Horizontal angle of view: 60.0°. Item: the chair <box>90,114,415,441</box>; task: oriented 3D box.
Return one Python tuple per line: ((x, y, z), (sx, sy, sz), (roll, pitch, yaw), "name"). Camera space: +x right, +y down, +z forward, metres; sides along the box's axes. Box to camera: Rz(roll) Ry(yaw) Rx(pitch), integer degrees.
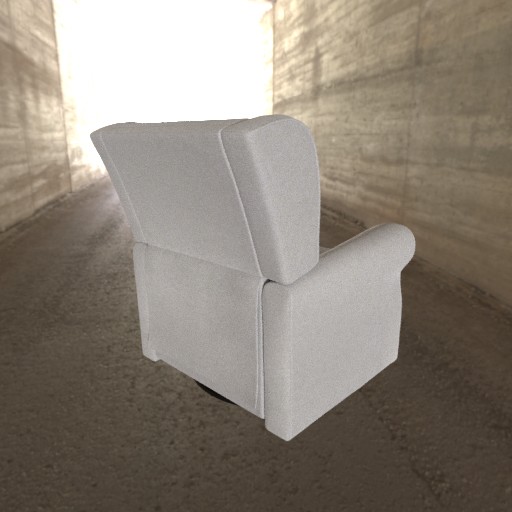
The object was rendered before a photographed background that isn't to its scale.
((0.000, 0.000, 1.657), (0.906, 0.967, 0.854), (14, 20, 42), "chair")
